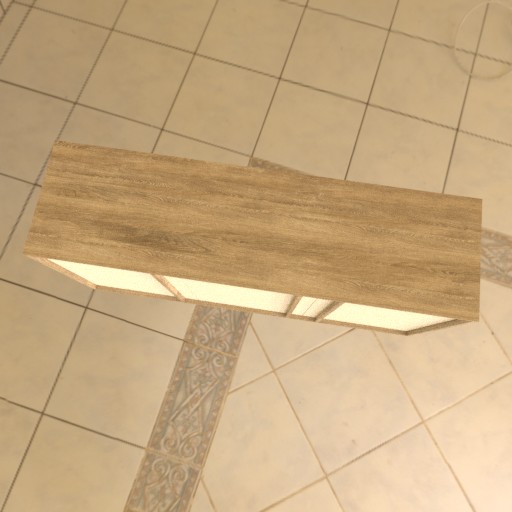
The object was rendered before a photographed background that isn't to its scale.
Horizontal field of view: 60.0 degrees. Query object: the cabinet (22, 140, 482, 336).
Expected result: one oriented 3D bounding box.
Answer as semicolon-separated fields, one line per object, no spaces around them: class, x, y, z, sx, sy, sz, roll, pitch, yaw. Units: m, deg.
cabinet;0.000;0.000;2.010;1.600;0.870;0.450;8;76;2
